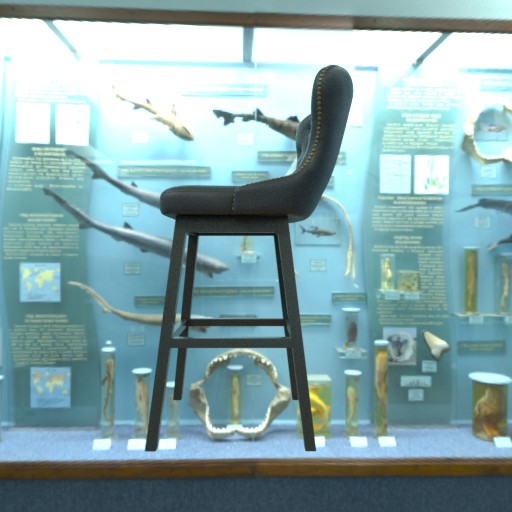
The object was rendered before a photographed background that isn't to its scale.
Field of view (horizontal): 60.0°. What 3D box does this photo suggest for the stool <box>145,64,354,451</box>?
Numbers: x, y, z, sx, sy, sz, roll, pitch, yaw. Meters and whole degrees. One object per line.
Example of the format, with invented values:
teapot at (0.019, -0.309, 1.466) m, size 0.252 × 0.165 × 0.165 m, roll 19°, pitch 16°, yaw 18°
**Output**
stool at (0.000, 0.000, 1.411) m, size 0.601 × 1.050 × 0.528 m, roll 0°, pitch 1°, yaw 0°
